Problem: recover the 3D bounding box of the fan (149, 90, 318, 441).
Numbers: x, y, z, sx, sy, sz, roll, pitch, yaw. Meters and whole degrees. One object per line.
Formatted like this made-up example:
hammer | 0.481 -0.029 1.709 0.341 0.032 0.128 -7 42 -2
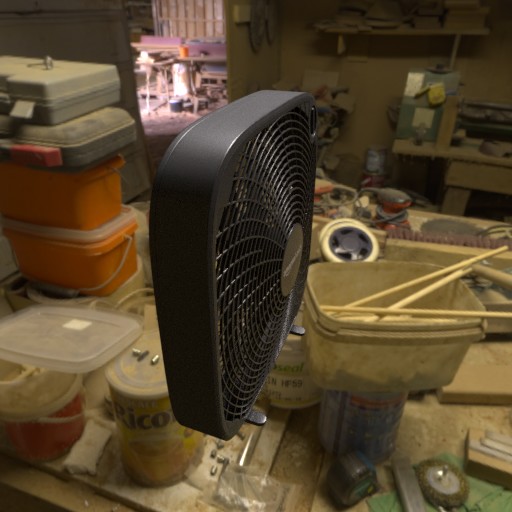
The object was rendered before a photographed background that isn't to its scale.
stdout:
fan | 0.000 0.000 0.806 0.142 0.533 0.526 11 32 18
